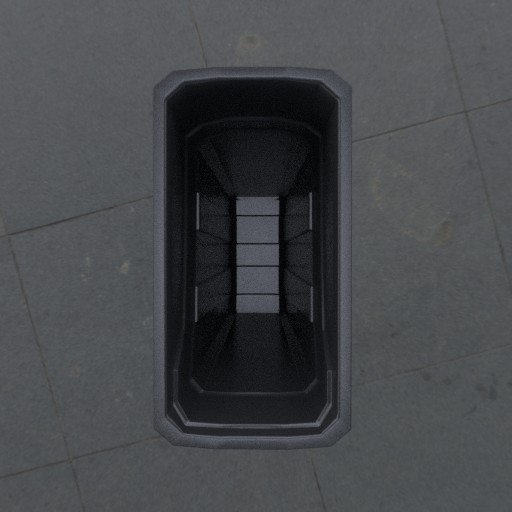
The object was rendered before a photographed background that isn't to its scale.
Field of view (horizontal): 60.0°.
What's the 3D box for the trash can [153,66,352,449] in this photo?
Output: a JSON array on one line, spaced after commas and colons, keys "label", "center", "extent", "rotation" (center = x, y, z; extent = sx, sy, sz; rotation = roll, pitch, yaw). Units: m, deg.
[{"label": "trash can", "center": [0.000, 0.000, 1.006], "extent": [0.281, 0.762, 0.559], "rotation": [0, 91, 1]}]
